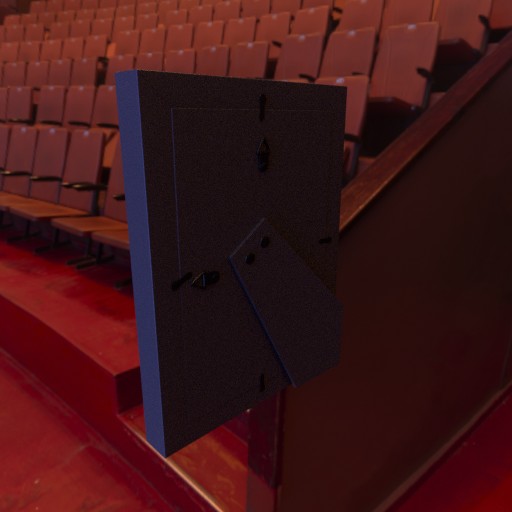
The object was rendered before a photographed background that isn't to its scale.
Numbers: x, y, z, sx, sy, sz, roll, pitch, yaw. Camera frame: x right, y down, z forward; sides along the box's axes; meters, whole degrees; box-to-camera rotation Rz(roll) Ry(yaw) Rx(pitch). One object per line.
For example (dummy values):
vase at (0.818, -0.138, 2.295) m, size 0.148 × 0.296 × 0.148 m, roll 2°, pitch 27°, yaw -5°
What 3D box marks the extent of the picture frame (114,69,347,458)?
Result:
picture frame at (0.000, 0.000, 0.281) m, size 0.157 × 0.208 × 0.028 m, roll -16°, pitch 23°, yaw -41°
